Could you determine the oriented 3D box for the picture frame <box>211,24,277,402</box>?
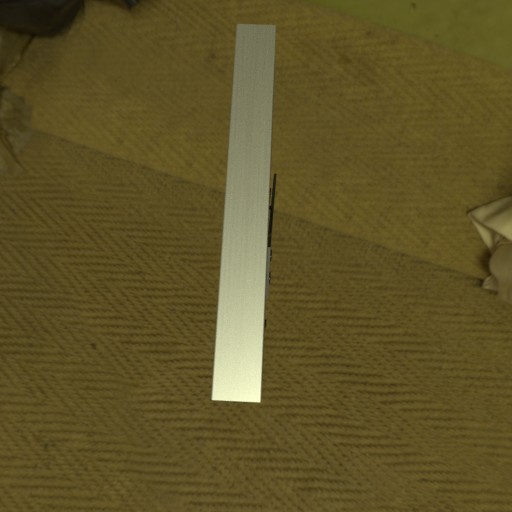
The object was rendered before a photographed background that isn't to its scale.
[{"bbox_3d":[0.000,0.000,0.391,0.036,0.282,0.233,2,74,1],"label":"picture frame"}]
